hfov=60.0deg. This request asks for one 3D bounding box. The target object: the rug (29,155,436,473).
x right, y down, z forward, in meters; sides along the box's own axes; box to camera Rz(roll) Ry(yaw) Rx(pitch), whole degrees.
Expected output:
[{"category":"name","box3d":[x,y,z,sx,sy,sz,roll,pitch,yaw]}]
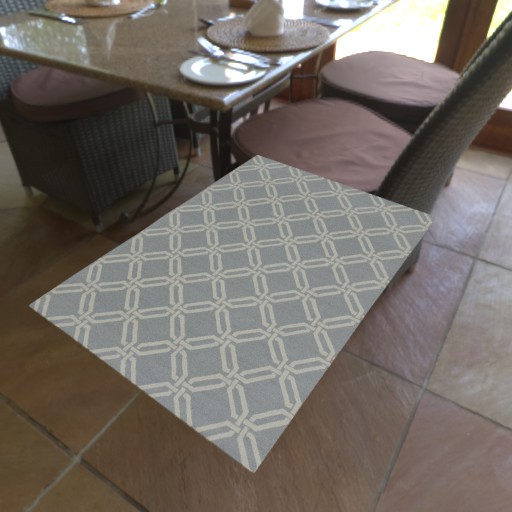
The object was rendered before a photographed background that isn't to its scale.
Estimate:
[{"category":"rug","box3d":[0.000,0.000,2.728,1.522,0.013,2.133,25,47,27]}]
